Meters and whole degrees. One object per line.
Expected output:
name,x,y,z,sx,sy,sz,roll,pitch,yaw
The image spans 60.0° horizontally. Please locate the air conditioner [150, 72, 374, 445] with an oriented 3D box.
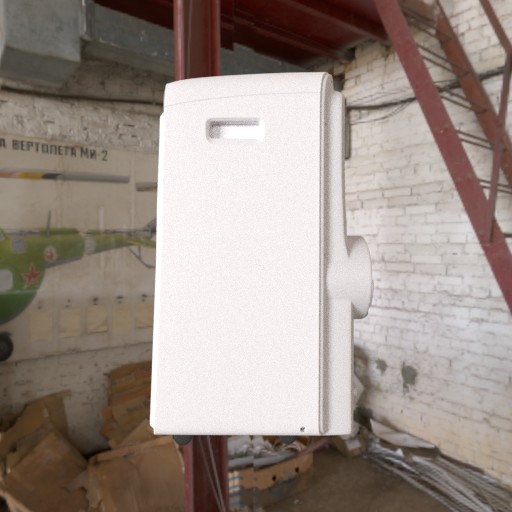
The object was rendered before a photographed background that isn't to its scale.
air conditioner,0.000,0.000,1.087,0.467,0.765,0.478,0,2,-2
